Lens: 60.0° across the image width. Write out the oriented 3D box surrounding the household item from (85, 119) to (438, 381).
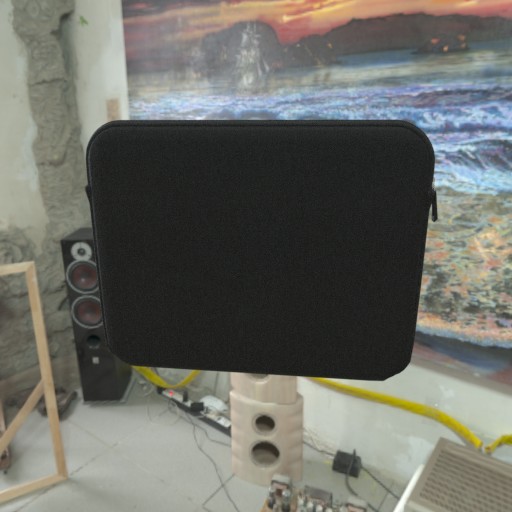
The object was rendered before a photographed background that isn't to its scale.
[{"bbox_3d":[0.000,0.000,0.519,0.396,0.305,0.030,2,16,6],"label":"household item"}]
